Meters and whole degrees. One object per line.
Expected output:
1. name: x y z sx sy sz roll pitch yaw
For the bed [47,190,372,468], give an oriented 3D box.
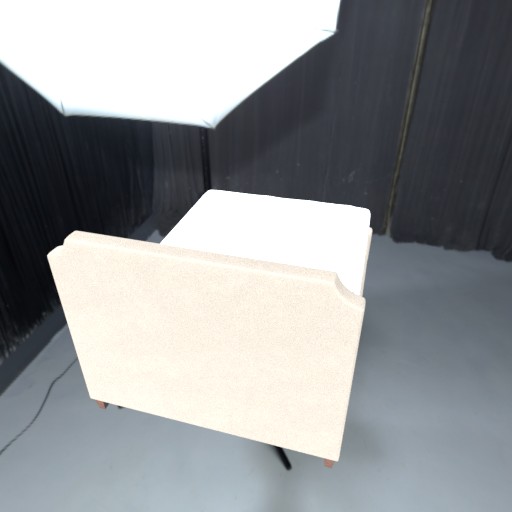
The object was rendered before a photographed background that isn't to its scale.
1. bed: 0.000 0.000 3.447 1.703 1.415 2.329 9 34 13
